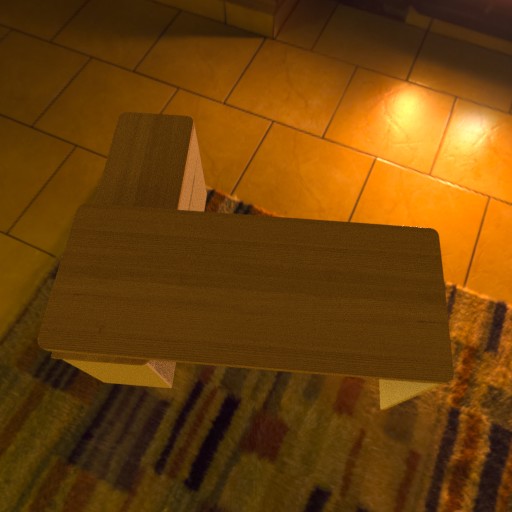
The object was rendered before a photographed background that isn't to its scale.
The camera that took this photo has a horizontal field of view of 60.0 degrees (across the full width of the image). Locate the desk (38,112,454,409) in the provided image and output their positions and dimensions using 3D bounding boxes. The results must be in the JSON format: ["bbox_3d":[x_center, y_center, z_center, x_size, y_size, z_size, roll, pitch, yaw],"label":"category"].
[{"bbox_3d":[0.000,0.000,2.067,1.400,0.770,1.175,4,65,2],"label":"desk"}]
